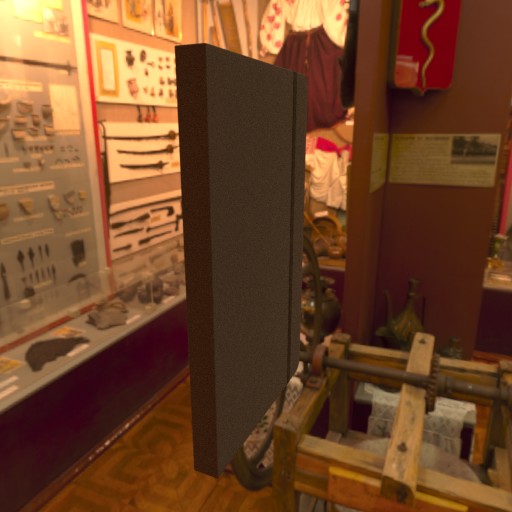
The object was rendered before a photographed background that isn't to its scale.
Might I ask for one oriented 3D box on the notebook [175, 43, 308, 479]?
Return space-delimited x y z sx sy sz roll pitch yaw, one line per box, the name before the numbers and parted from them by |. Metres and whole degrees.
notebook | 0.000 0.000 0.265 0.016 0.213 0.127 7 18 24
